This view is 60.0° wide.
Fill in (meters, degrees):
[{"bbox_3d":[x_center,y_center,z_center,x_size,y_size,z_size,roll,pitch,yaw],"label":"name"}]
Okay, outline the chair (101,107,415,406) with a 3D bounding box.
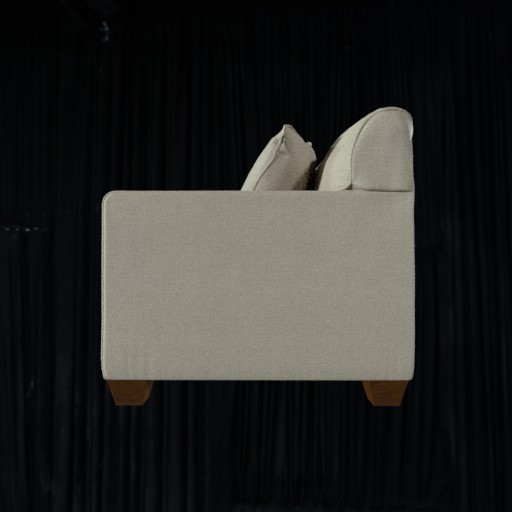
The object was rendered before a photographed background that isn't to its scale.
[{"bbox_3d":[0.000,0.000,2.015,1.000,0.948,1.383,0,-1,0],"label":"chair"}]
